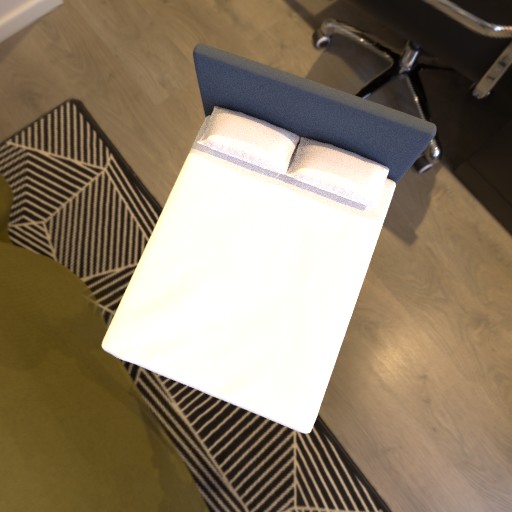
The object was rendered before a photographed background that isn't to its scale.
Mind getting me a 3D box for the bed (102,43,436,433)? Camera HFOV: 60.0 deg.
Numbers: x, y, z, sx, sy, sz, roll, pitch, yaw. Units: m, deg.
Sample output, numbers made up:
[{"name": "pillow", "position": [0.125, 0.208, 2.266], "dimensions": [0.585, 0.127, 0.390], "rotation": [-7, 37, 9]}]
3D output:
[{"name": "bed", "position": [0.000, 0.000, 3.245], "dimensions": [1.713, 1.330, 2.162], "rotation": [21, 78, 5]}]
